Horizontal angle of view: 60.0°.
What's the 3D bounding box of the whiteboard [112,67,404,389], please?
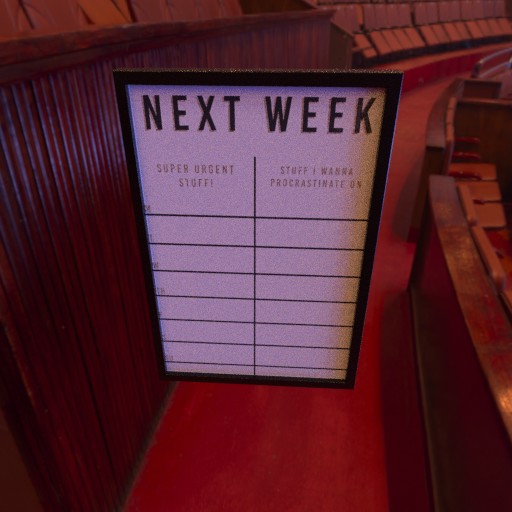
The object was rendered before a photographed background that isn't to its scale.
[{"bbox_3d":[0.000,0.000,0.780,0.406,0.611,0.026,2,30,3],"label":"whiteboard"}]
